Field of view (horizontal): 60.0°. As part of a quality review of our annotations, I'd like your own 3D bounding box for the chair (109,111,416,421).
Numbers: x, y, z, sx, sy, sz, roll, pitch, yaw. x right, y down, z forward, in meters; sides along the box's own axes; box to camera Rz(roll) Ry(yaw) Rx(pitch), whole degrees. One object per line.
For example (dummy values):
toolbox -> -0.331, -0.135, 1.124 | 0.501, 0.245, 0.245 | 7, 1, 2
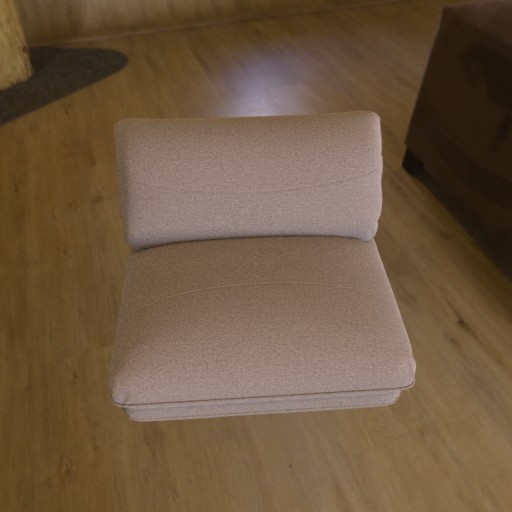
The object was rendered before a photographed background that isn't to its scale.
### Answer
chair -> 0.000, 0.000, 1.316 | 0.820, 0.580, 0.780 | -3, 46, -3
